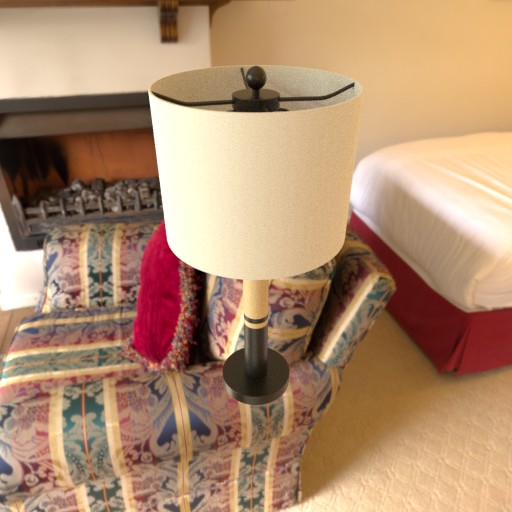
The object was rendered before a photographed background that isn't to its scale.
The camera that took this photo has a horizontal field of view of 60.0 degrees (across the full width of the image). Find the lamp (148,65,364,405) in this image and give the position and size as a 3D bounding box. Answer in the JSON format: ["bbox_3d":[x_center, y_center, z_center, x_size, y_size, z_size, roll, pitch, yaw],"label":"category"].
[{"bbox_3d":[0.000,0.000,0.800,0.305,0.640,0.305,22,39,31],"label":"lamp"}]
